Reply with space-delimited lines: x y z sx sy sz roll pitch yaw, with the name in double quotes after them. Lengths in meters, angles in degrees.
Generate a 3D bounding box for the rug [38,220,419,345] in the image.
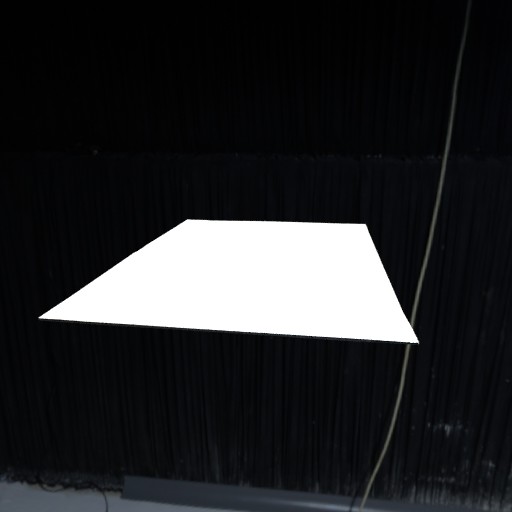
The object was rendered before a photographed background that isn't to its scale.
0.000 0.000 3.668 2.032 0.038 2.869 2 16 8 "rug"
